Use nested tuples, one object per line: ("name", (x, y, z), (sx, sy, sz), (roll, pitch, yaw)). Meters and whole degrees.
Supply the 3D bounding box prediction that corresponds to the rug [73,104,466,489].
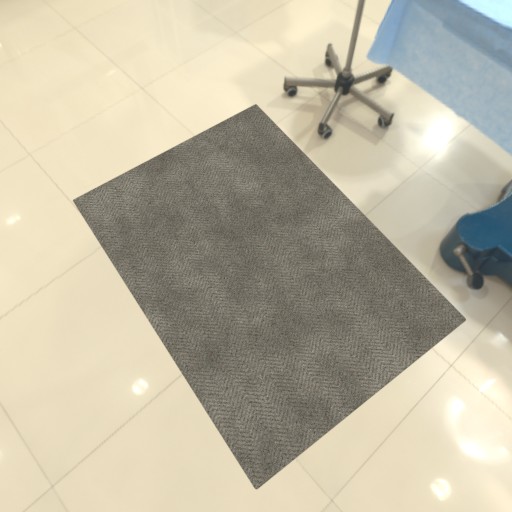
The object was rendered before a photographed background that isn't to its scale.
("rug", (0.000, 0.000, 2.939), (1.600, 0.008, 2.235), (-32, 67, -15))
